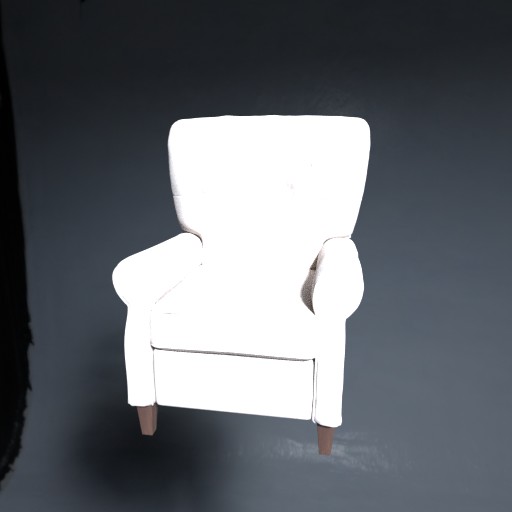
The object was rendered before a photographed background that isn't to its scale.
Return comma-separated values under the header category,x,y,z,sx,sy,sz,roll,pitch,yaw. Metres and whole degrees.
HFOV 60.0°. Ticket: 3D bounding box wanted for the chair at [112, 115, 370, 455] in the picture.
category,x,y,z,sx,sy,sz,roll,pitch,yaw
chair,0.000,0.000,1.922,0.942,1.209,1.025,2,14,10
